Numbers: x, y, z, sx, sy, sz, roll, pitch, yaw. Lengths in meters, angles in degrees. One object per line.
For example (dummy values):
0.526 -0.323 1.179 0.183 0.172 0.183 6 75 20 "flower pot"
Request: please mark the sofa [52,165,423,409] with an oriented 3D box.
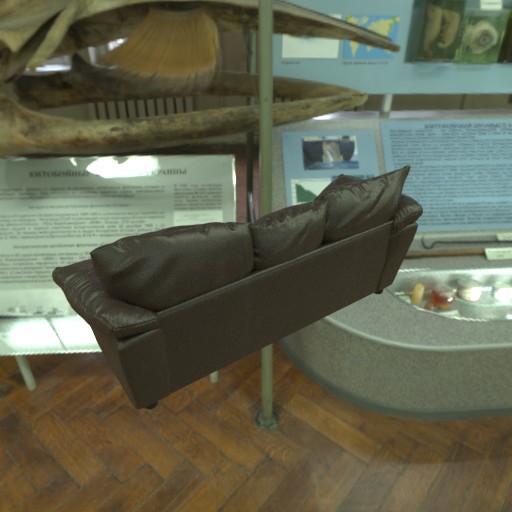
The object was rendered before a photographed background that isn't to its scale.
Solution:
0.000 0.000 2.949 2.390 1.091 0.907 -20 37 -29 "sofa"
